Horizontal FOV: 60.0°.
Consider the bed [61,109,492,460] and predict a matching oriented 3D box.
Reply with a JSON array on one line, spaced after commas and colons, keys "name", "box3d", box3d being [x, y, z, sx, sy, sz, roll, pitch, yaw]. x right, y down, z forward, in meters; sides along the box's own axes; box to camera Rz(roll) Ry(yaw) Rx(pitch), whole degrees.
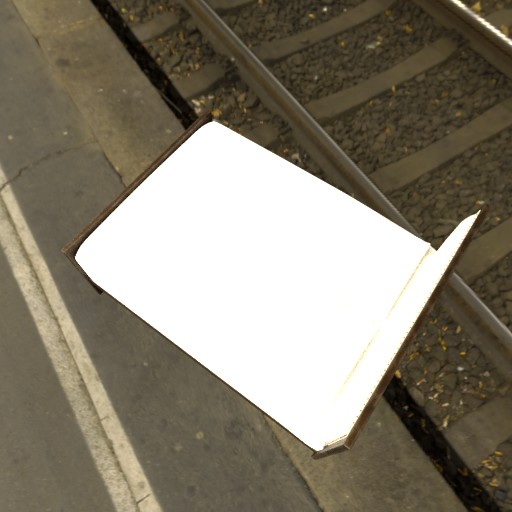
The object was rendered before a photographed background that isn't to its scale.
[{"name": "bed", "box3d": [0.000, 0.000, 3.160, 2.221, 1.313, 1.607, 33, 68, 15]}]
